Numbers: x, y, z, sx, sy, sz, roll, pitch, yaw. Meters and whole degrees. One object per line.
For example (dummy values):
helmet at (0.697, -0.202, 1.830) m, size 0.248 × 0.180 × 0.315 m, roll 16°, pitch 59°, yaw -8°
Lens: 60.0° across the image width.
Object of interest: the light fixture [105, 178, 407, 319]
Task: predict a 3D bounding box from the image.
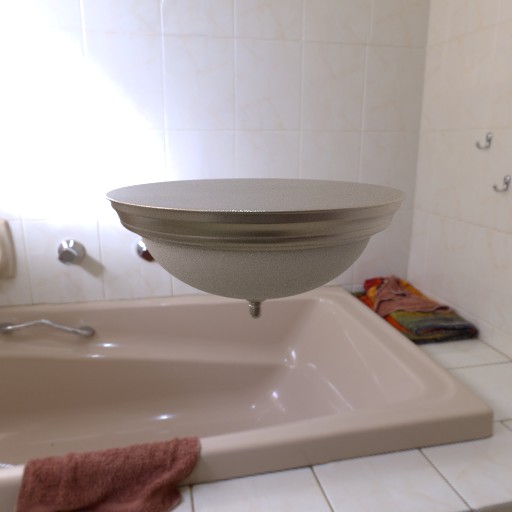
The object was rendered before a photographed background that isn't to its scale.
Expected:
light fixture at (0.000, 0.000, 0.449) m, size 0.280 × 0.135 × 0.280 m, roll 0°, pitch 14°, yaw 0°
